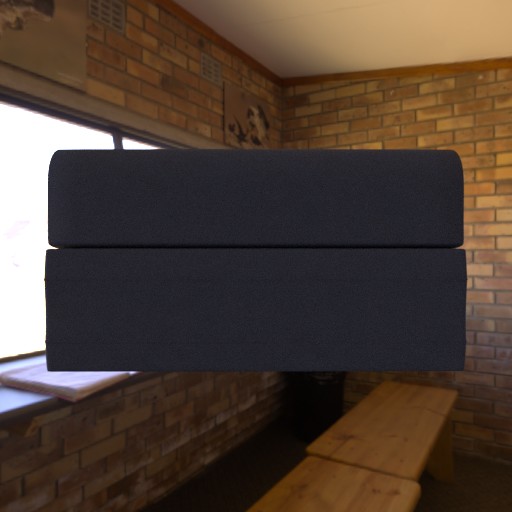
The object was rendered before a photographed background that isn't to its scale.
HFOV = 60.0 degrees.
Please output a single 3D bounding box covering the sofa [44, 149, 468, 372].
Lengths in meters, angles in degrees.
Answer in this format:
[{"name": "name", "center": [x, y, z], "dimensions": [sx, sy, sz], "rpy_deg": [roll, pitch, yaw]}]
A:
[{"name": "sofa", "center": [0.000, 0.000, 1.635], "dimensions": [1.219, 0.660, 0.762], "rpy_deg": [0, 0, 0]}]
